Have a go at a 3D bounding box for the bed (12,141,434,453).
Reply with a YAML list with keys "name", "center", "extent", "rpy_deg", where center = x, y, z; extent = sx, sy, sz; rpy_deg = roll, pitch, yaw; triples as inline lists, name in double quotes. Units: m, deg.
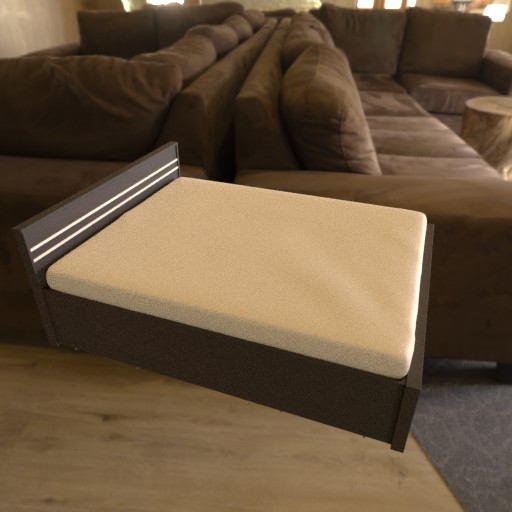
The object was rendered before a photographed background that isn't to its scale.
- name: "bed"
  center: [0.000, 0.000, 2.851]
  extent: [2.103, 0.808, 1.634]
  rpy_deg: [11, 33, 18]
